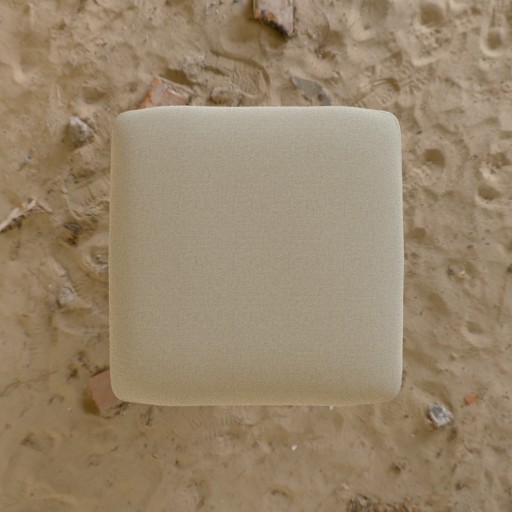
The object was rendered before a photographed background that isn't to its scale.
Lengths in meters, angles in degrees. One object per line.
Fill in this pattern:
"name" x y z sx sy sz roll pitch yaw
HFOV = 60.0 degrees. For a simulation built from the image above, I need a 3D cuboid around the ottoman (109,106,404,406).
"ottoman" 0.000 0.000 1.588 0.977 0.467 0.996 0 89 0
